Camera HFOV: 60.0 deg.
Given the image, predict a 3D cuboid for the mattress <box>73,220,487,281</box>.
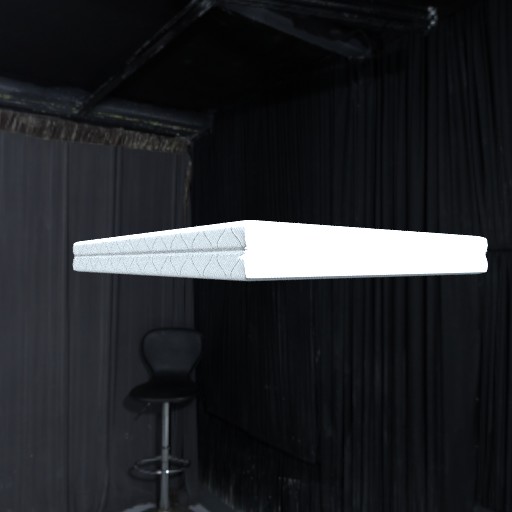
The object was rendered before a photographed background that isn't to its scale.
[{"bbox_3d":[0.000,0.000,2.686,1.600,0.200,2.000,1,-1,-37],"label":"mattress"}]
